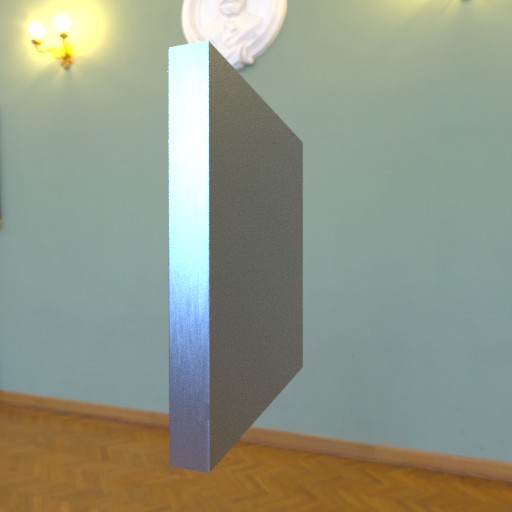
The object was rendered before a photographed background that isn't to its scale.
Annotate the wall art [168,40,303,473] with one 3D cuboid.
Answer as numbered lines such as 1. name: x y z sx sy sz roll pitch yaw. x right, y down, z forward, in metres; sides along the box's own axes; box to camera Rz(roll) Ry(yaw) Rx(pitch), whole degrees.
1. wall art: 0.000 0.000 0.530 0.038 0.350 0.350 0 1 18
